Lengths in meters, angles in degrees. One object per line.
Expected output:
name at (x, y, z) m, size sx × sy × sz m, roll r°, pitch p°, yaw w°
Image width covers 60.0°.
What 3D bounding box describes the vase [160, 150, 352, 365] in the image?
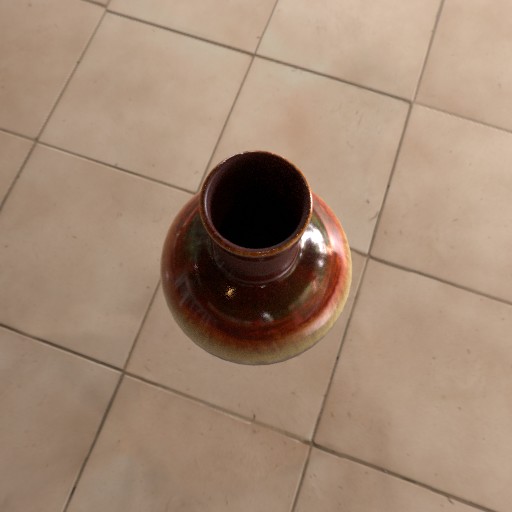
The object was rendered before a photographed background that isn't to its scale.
vase at (0.000, 0.000, 0.233) m, size 0.111 × 0.154 × 0.111 m, roll 0°, pitch 75°, yaw 0°
